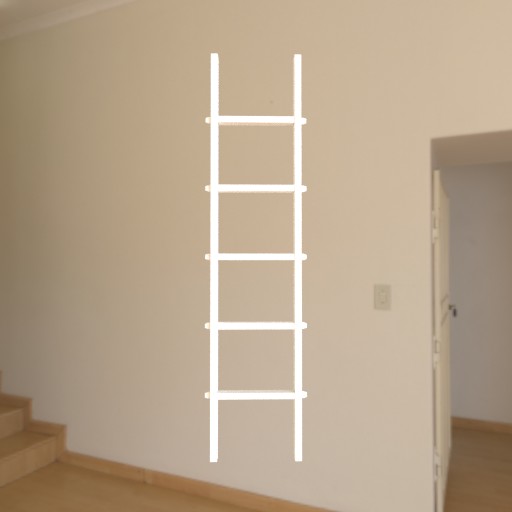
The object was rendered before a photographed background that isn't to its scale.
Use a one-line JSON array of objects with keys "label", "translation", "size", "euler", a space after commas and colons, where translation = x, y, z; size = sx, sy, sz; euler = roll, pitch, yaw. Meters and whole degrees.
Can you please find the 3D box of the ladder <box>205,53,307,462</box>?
[{"label": "ladder", "translation": [0.000, 0.000, 1.979], "size": [0.452, 1.797, 0.051], "euler": [0, -1, -1]}]
